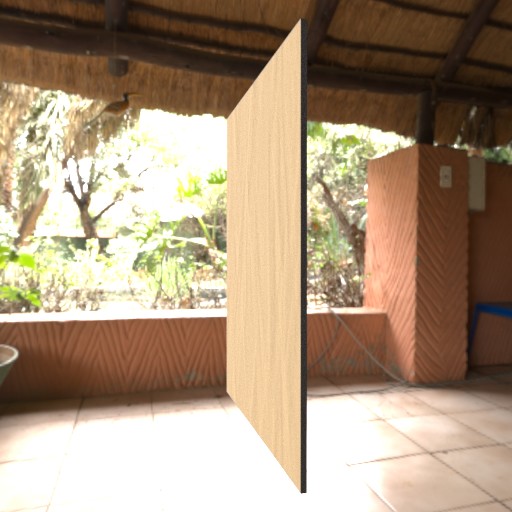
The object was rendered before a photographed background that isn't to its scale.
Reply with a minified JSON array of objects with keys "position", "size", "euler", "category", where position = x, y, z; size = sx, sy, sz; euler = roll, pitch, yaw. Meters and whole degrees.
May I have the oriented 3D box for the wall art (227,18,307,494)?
[{"position":[0.000,0.000,1.431],"size":[0.016,1.116,0.810],"euler":[0,0,-16],"category":"wall art"}]
